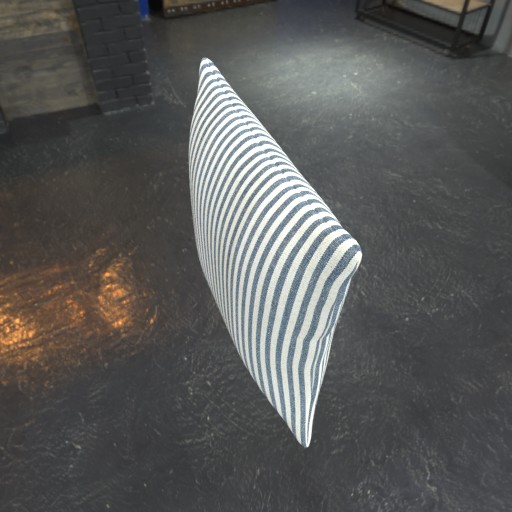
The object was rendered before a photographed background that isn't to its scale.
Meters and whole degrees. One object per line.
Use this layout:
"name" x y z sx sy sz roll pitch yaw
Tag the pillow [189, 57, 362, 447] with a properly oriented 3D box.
"pillow" 0.000 0.000 0.791 0.166 0.510 0.523 -16 49 -15
